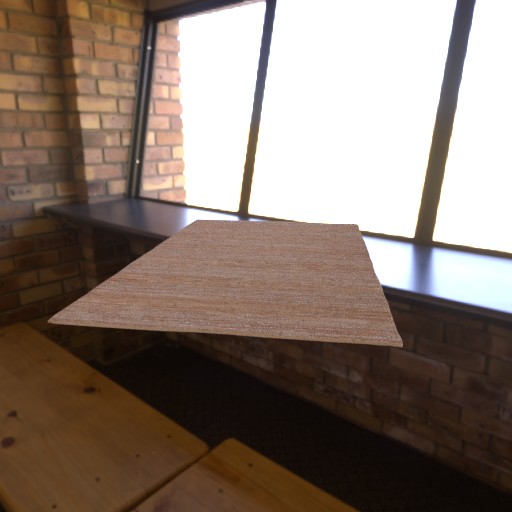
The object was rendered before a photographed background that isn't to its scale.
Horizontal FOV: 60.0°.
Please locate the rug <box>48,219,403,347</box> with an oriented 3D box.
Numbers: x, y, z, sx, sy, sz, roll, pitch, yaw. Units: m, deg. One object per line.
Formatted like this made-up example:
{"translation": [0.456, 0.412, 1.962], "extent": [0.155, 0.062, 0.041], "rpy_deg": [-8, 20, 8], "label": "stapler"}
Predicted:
{"translation": [0.000, 0.000, 2.999], "extent": [1.529, 0.009, 2.446], "rpy_deg": [2, 16, 8], "label": "rug"}
